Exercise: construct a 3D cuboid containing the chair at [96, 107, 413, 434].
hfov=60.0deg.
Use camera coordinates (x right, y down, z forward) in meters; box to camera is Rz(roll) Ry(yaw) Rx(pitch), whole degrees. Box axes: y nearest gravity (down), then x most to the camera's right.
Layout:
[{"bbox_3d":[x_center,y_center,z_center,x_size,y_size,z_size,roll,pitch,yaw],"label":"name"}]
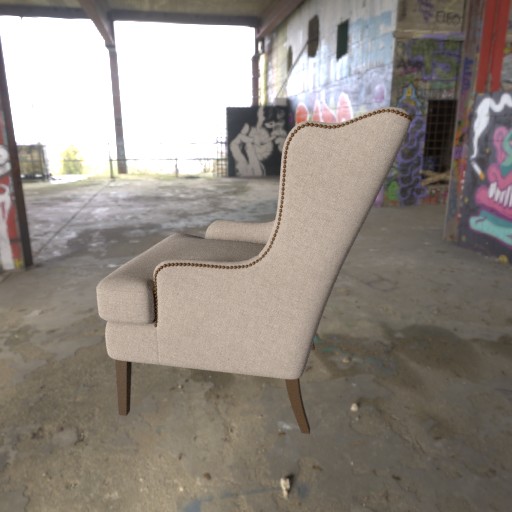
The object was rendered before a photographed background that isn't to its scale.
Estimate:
[{"bbox_3d":[0.000,0.000,1.656,0.940,1.029,0.737,2,15,8],"label":"chair"}]
